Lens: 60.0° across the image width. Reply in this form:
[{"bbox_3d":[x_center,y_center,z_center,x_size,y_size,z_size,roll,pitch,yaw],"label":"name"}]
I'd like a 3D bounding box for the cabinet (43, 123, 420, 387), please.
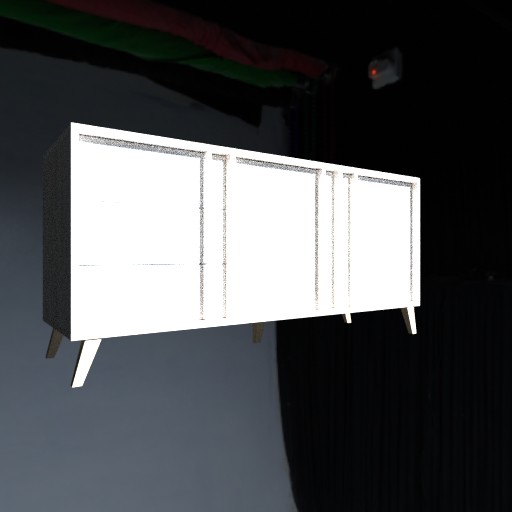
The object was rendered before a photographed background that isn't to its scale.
[{"bbox_3d":[0.000,0.000,1.967,1.649,0.780,0.500,0,0,-34],"label":"cabinet"}]
